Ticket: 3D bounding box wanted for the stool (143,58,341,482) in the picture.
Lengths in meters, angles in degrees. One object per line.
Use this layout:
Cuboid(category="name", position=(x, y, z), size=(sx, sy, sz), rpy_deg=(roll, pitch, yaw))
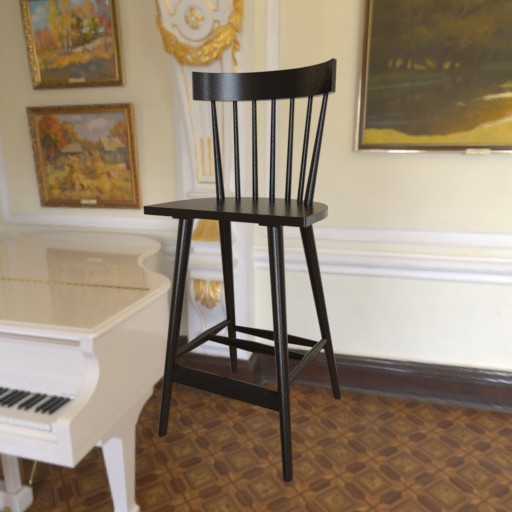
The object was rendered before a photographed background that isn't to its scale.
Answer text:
Cuboid(category="stool", position=(0.000, 0.000, 1.359), size=(0.482, 1.092, 0.483), rpy_deg=(7, 15, 26))
